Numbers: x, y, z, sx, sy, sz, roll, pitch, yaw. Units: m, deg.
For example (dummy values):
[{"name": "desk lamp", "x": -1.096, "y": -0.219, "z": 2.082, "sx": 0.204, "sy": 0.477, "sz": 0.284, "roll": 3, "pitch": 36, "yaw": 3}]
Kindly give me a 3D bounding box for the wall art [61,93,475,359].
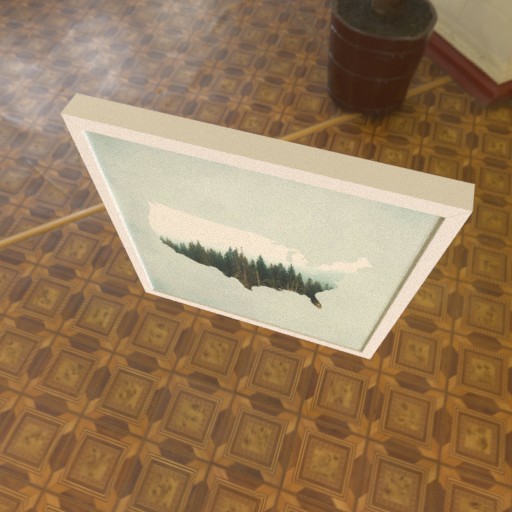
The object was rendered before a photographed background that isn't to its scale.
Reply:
[{"name": "wall art", "x": 0.000, "y": 0.000, "z": 0.751, "sx": 0.509, "sy": 0.509, "sz": 0.040, "roll": 15, "pitch": 60, "yaw": 9}]
